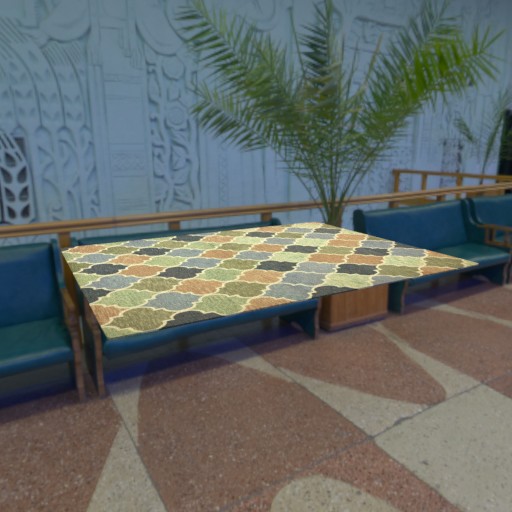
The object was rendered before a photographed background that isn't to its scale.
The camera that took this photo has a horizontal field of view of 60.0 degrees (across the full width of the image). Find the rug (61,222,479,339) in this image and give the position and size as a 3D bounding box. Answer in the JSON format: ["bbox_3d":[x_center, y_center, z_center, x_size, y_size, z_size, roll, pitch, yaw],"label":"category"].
[{"bbox_3d":[0.000,0.000,4.215,3.200,0.013,2.439,-8,16,-28],"label":"rug"}]
